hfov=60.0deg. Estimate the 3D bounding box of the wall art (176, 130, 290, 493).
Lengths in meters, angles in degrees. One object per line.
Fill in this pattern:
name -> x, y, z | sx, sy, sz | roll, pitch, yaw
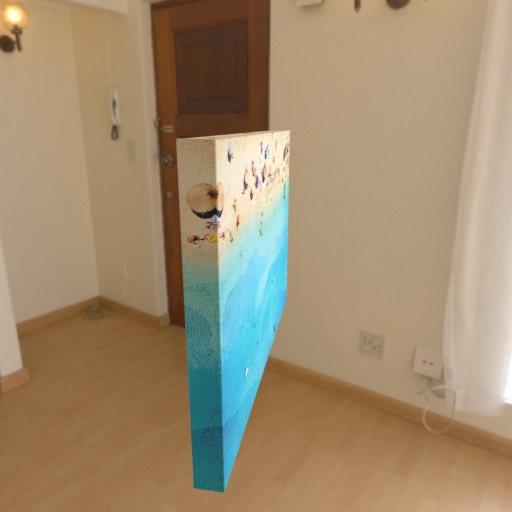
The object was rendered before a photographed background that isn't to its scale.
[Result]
wall art -> 0.000, 0.000, 1.110 | 0.057, 0.595, 0.894 | 3, 17, 10
